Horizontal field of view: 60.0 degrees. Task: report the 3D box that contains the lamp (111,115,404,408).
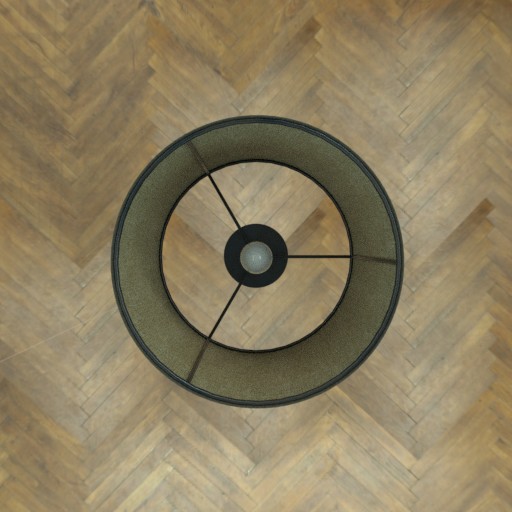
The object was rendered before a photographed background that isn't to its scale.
[{"bbox_3d":[0.000,0.000,0.479,0.202,0.350,0.202,0,92,0],"label":"lamp"}]
